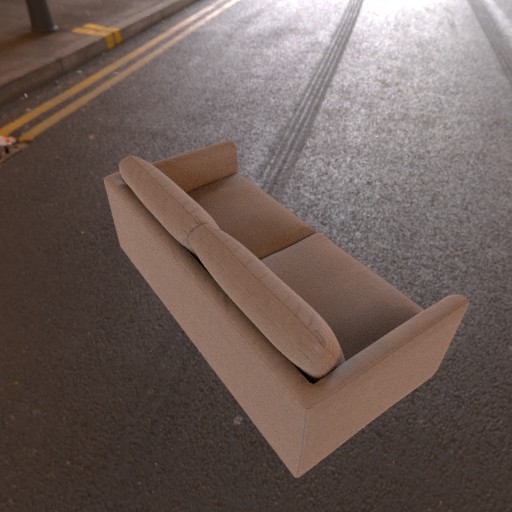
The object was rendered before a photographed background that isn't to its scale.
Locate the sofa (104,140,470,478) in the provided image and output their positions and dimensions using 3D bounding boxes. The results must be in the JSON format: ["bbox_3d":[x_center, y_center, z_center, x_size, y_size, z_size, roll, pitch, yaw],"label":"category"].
[{"bbox_3d":[0.000,0.000,2.825,1.090,0.838,2.588,-25,46,-26],"label":"sofa"}]
